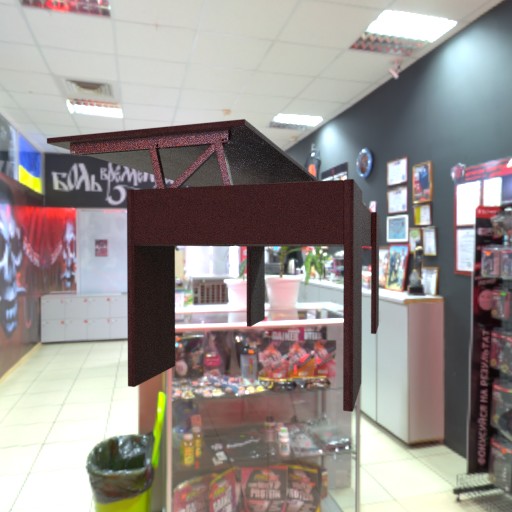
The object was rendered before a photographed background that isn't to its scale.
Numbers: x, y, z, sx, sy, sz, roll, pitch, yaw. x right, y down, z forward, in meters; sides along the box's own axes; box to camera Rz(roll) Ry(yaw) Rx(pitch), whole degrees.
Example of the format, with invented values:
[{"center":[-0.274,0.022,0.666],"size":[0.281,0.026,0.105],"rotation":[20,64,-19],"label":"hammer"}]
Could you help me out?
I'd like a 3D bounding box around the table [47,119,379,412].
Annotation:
[{"center":[0.000,0.000,1.414],"size":[0.711,0.570,1.000],"rotation":[0,1,18],"label":"table"}]
